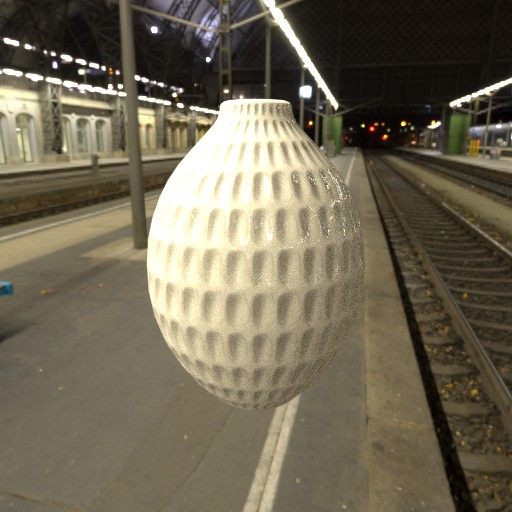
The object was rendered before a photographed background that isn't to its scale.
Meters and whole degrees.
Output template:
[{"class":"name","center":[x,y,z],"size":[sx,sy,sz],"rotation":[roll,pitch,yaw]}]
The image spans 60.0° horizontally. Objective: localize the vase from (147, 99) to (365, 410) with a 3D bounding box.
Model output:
[{"class":"vase","center":[0.000,0.000,0.338],"size":[0.162,0.223,0.162],"rotation":[0,15,0]}]
